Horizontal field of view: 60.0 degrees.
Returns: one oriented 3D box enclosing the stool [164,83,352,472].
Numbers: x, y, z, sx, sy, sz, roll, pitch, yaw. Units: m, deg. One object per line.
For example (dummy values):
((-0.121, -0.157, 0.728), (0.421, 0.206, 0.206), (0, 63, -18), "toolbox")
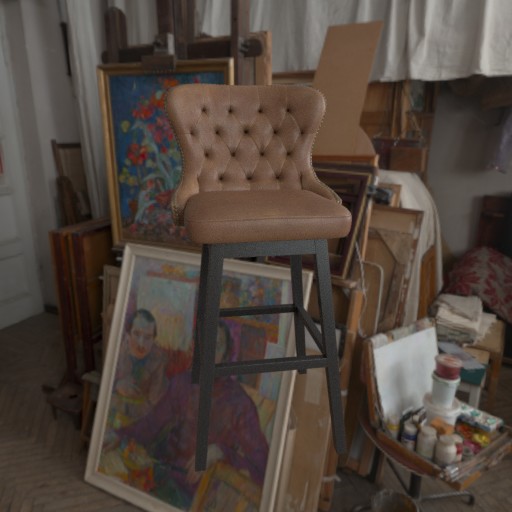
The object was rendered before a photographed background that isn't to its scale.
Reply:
((0.000, 0.000, 1.395), (0.528, 1.050, 0.601), (-3, 17, -9), "stool")
